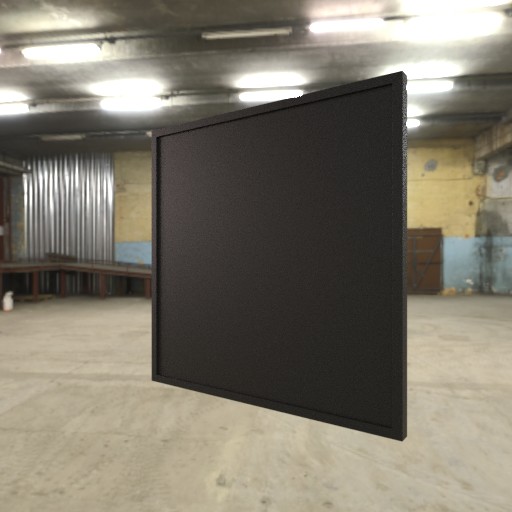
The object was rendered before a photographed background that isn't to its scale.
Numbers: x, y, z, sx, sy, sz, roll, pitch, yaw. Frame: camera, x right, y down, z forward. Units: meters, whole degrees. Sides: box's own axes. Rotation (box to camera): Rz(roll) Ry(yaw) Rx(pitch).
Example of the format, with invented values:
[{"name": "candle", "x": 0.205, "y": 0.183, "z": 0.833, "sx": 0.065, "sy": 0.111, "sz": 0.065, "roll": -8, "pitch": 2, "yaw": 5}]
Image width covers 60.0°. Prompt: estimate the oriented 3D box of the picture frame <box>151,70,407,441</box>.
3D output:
[{"name": "picture frame", "x": 0.000, "y": 0.000, "z": 1.163, "sx": 0.775, "sy": 0.775, "sz": 0.032, "roll": 0, "pitch": 0, "yaw": 36}]
